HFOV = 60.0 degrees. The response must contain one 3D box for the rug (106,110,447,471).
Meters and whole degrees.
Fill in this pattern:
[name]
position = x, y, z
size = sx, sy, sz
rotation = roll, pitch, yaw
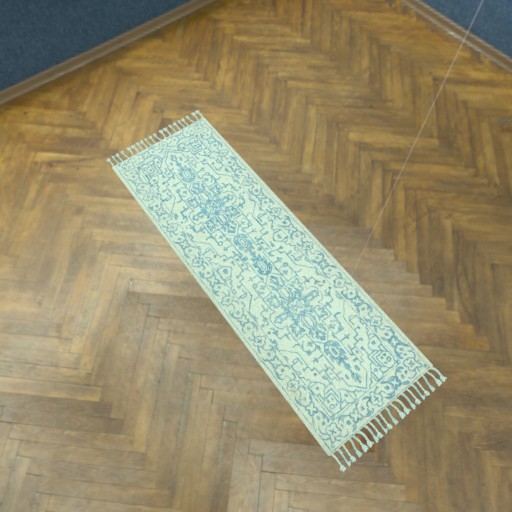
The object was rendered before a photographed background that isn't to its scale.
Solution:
[rug]
position = 0.000, 0.000, 2.741
size = 0.774, 0.011, 2.449
rotation = -34, 68, -15
